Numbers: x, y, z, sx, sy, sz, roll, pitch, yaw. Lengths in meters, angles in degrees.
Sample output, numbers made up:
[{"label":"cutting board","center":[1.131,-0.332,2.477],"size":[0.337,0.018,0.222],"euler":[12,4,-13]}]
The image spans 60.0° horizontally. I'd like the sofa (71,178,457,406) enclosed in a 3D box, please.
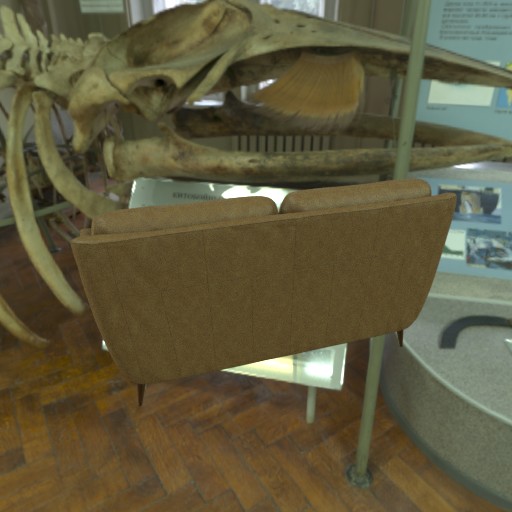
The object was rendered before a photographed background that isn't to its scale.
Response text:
[{"label":"sofa","center":[0.000,0.000,2.316],"size":[1.731,0.886,0.981],"euler":[-8,28,-16]}]
